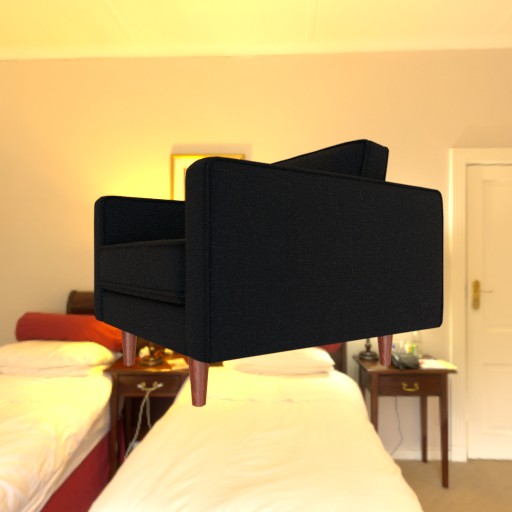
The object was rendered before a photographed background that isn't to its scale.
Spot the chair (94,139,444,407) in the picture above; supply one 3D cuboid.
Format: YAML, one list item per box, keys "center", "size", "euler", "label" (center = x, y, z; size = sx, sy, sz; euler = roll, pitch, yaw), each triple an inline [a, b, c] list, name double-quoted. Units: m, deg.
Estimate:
- center: [0.000, 0.000, 1.561]
  size: [0.920, 0.770, 0.899]
  euler: [0, 0, -35]
  label: "chair"
